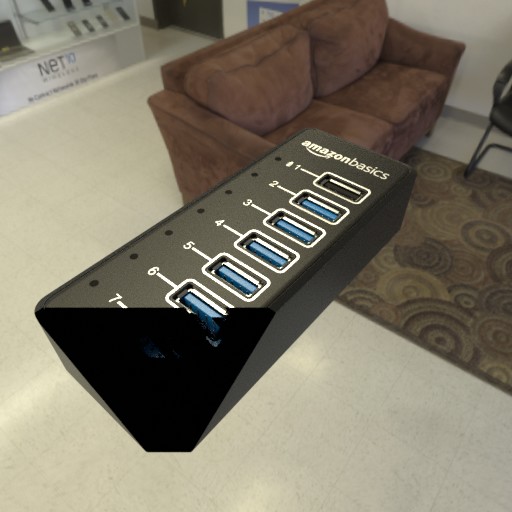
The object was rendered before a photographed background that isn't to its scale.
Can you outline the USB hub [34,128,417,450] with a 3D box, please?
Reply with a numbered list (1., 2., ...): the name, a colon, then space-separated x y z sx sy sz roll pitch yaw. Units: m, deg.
1. USB hub: 0.000 0.000 0.128 0.044 0.023 0.110 31 53 27
